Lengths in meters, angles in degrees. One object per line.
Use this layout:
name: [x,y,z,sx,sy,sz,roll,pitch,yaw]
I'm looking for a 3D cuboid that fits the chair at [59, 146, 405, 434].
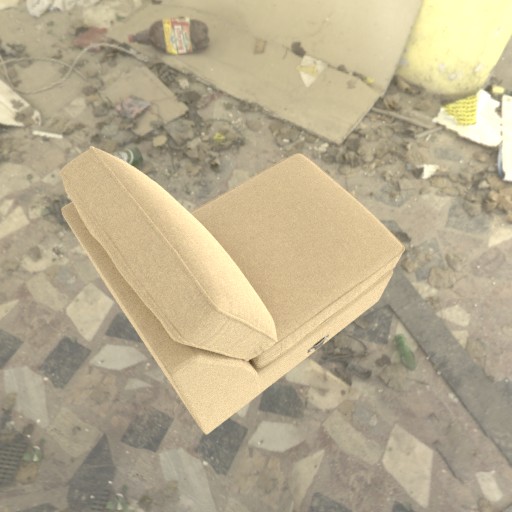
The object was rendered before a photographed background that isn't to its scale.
chair: [0.000,0.000,1.544,0.938,0.970,0.621,-33,63,-19]
